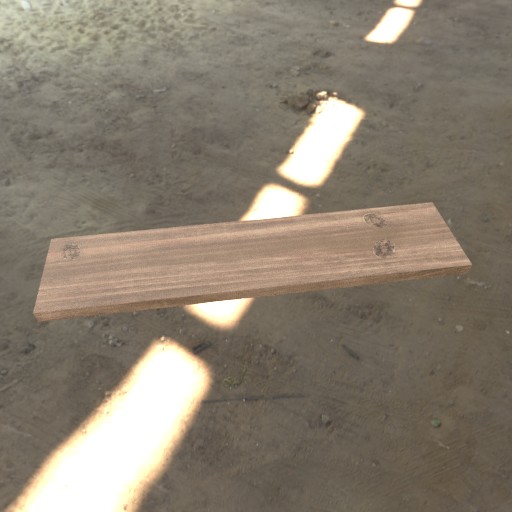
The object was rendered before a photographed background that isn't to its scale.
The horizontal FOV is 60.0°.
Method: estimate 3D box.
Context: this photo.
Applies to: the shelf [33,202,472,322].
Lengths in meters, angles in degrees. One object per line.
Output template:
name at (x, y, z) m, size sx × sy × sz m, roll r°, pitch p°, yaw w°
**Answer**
shelf at (0.000, 0.000, 0.664) m, size 0.610 × 0.020 × 0.140 m, roll -6°, pitch 47°, yaw -6°
